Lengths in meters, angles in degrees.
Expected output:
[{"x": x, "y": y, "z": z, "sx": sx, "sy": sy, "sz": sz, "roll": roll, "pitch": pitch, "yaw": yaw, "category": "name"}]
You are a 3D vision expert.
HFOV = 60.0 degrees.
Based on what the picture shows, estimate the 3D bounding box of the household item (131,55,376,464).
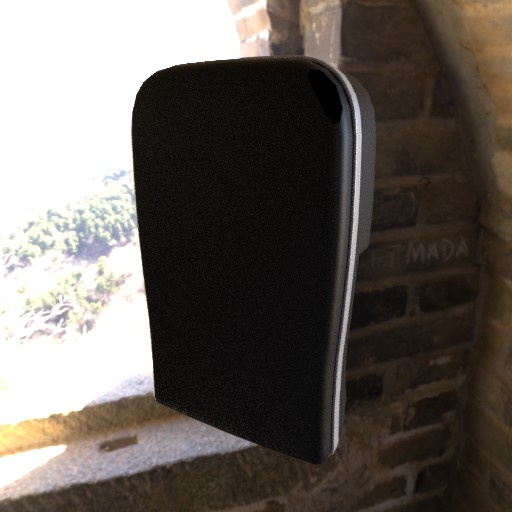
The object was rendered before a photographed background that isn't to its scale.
[{"x": 0.000, "y": 0.000, "z": 0.142, "sx": 0.070, "sy": 0.114, "sz": 0.038, "roll": 10, "pitch": 20, "yaw": 28, "category": "household item"}]
